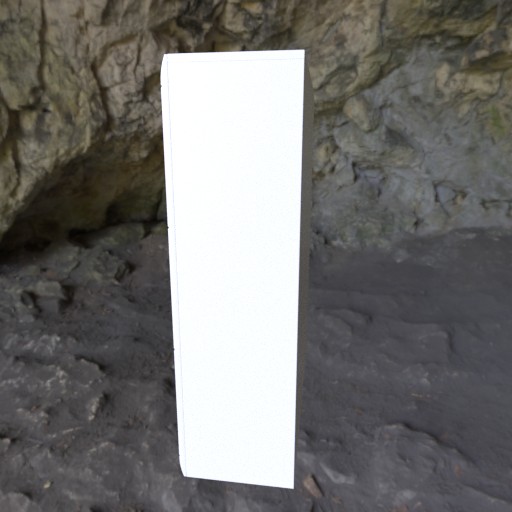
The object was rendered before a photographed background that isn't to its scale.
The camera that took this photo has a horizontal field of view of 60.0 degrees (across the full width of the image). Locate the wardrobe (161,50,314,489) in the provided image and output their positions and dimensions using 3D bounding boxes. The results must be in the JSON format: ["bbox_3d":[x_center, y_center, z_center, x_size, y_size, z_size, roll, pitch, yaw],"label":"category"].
[{"bbox_3d":[0.000,0.000,1.604,0.360,1.200,0.900,2,14,8],"label":"wardrobe"}]
